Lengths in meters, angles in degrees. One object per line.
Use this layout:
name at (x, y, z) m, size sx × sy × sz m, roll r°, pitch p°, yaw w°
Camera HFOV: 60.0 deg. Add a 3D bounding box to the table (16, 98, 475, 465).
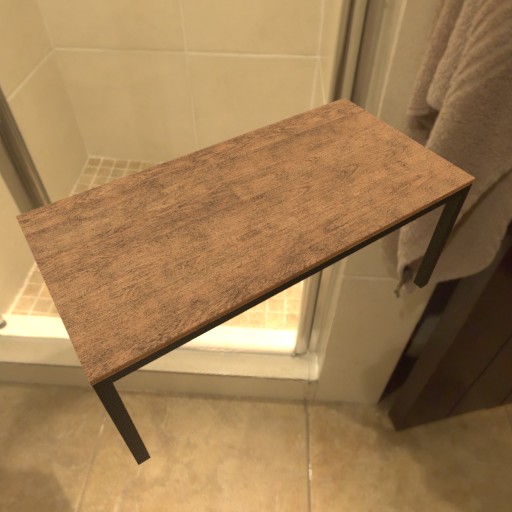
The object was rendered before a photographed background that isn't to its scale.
table at (0.000, 0.000, 2.211) m, size 1.805 × 0.767 × 0.893 m, roll -26°, pitch 52°, yaw -22°
